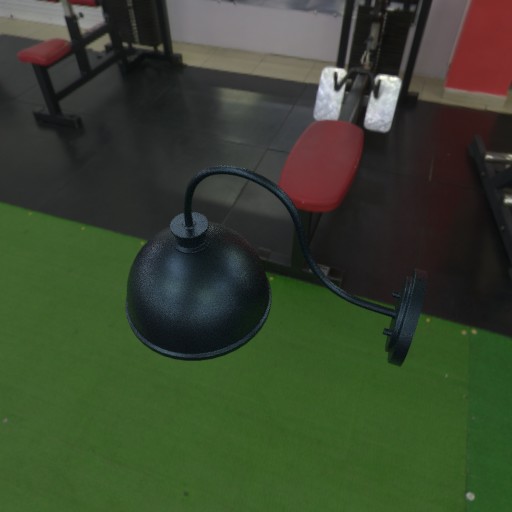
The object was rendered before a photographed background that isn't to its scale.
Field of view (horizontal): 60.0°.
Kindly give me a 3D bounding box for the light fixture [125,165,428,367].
[{"bbox_3d":[0.000,0.000,0.648,0.467,0.295,0.253,16,48,15],"label":"light fixture"}]
